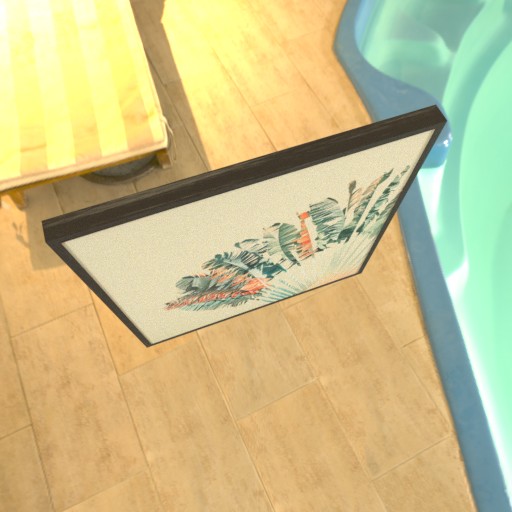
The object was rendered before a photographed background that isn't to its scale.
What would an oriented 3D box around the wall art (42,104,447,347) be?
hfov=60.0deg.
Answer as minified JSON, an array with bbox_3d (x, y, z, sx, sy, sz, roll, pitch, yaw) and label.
[{"bbox_3d":[0.000,0.000,1.145,0.762,0.758,0.043,-18,67,-8],"label":"wall art"}]
